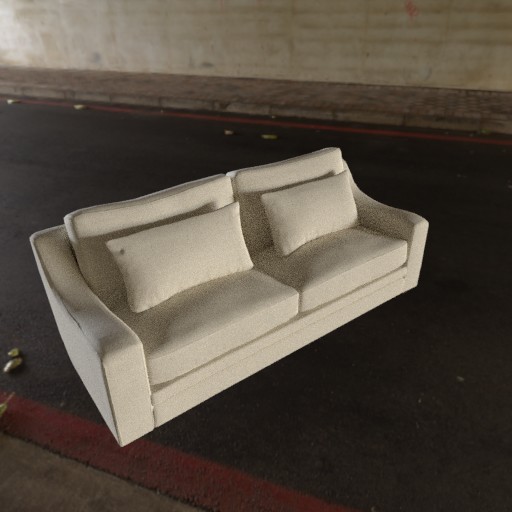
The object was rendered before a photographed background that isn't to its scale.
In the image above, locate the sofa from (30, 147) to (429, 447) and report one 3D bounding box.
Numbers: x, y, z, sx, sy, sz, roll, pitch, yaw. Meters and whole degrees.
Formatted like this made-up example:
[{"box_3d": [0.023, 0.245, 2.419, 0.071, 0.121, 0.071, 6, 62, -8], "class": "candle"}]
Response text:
[{"box_3d": [0.000, 0.000, 2.961, 2.470, 1.022, 1.009, -20, 35, -32], "class": "sofa"}]
